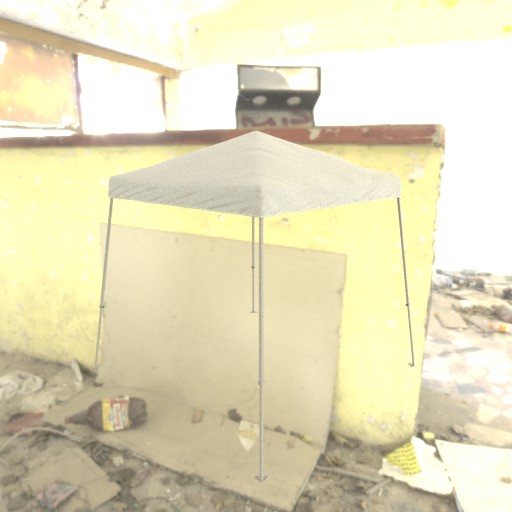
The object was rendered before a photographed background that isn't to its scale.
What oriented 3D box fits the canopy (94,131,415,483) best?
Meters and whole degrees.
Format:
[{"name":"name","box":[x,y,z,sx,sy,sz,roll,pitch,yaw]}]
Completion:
[{"name":"canopy","box":[0.000,0.000,6.611,3.600,3.600,3.599,12,18,42]}]
